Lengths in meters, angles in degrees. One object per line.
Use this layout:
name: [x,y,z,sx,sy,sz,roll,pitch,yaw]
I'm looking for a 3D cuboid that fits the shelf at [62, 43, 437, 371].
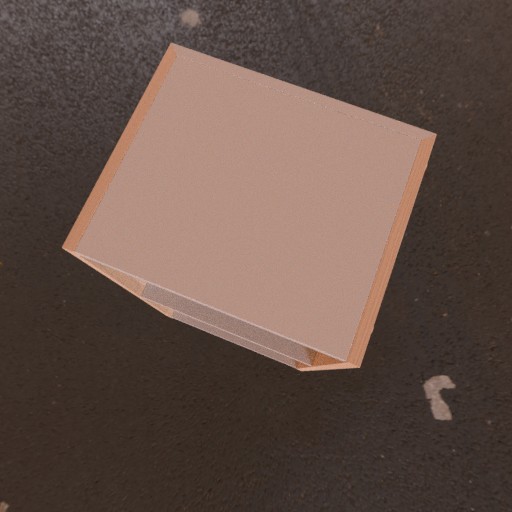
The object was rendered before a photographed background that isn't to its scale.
shelf: [0.000,0.000,0.798,0.350,0.600,0.290,21,76,5]
